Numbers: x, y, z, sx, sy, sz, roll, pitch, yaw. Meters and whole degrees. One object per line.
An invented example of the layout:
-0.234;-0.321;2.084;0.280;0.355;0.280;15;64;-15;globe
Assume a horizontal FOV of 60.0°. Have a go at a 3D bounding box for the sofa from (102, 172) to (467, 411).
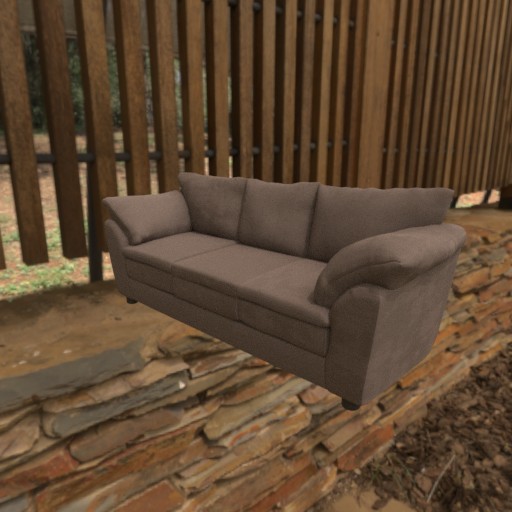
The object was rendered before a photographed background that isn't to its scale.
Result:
0.000;0.000;2.814;2.377;0.981;0.893;14;21;42;sofa
